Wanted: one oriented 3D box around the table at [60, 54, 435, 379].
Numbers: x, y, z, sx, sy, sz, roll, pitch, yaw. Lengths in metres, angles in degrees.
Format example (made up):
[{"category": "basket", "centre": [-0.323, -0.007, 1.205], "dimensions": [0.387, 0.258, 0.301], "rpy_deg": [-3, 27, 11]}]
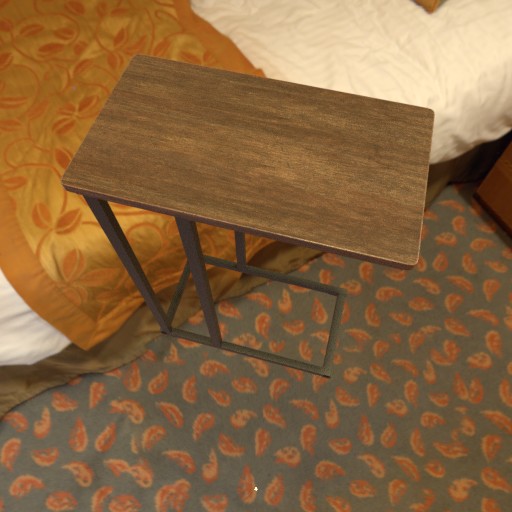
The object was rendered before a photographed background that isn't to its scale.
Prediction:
[{"category": "table", "centre": [0.000, 0.000, 0.870], "dimensions": [0.450, 0.637, 0.254], "rpy_deg": [13, 63, 7]}]
